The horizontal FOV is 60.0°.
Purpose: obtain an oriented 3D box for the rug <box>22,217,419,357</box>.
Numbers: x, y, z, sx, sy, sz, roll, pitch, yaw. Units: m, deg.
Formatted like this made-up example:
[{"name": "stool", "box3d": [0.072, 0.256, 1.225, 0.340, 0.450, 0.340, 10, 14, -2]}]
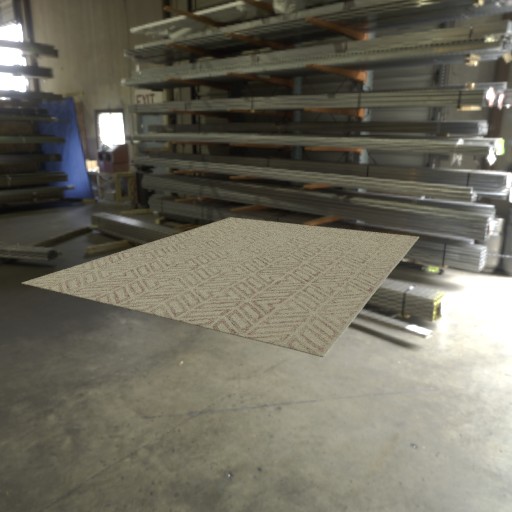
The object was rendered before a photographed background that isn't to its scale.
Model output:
[{"name": "rug", "box3d": [0.000, 0.000, 4.108, 2.421, 0.008, 3.045, 8, 18, 27]}]
